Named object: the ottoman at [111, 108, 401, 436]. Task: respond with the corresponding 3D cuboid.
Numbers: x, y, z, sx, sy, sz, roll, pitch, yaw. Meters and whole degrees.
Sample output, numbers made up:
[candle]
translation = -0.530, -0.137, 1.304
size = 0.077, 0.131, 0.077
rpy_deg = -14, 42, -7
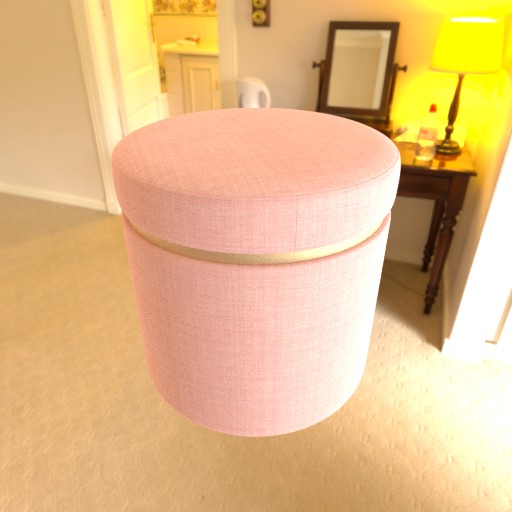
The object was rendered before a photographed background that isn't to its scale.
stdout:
[ottoman]
translation = 0.000, 0.000, 0.723
size = 0.400, 0.406, 0.400
rpy_deg = 0, 31, 0
